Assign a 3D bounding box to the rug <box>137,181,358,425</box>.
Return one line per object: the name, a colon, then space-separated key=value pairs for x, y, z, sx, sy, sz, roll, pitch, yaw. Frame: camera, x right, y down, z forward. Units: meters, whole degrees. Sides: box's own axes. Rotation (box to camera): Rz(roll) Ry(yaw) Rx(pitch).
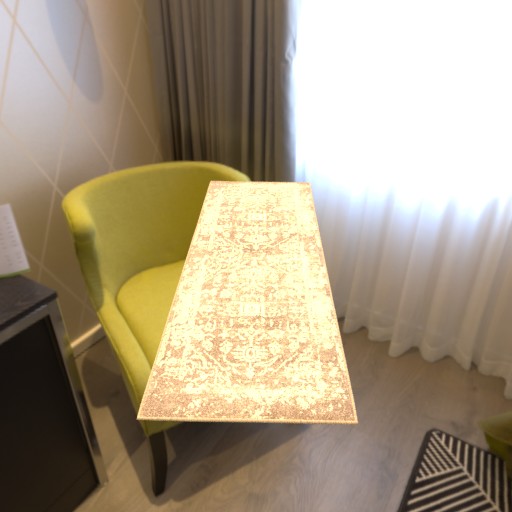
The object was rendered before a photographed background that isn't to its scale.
rug: x=0.000 y=0.000 z=2.738 sx=0.855 sy=0.017 sz=2.452 roll=1 pitch=31 yaw=1
